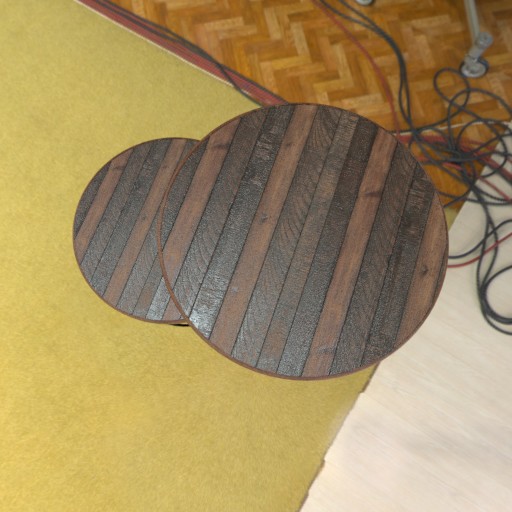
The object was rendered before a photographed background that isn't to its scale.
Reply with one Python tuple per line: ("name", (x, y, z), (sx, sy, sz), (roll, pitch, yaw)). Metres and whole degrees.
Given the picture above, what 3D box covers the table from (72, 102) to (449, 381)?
("table", (0.000, 0.000, 1.564), (1.152, 0.516, 0.870), (-6, 75, -2))
